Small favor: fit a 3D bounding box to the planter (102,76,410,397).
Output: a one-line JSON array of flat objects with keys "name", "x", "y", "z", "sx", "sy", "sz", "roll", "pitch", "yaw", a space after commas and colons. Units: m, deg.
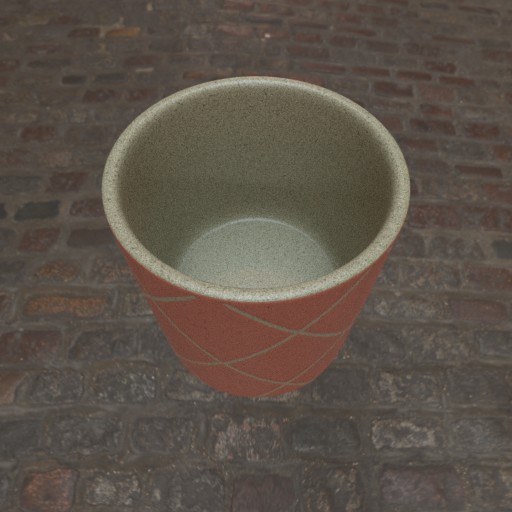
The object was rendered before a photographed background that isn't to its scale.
[{"name": "planter", "x": 0.000, "y": 0.000, "z": 0.359, "sx": 0.191, "sy": 0.200, "sz": 0.191, "roll": 0, "pitch": 56, "yaw": 0}]
